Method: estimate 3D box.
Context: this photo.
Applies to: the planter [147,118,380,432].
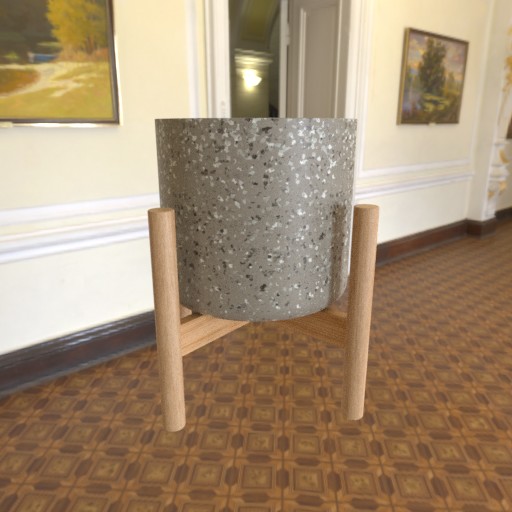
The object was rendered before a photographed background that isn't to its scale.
[{"bbox_3d":[0.000,0.000,0.543,0.284,0.320,0.284,-9,19,-27],"label":"planter"}]
